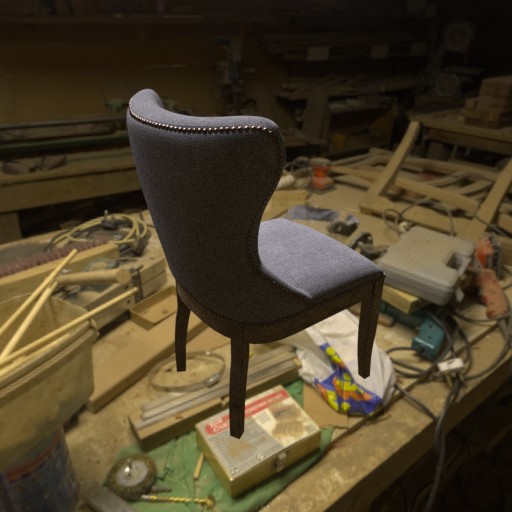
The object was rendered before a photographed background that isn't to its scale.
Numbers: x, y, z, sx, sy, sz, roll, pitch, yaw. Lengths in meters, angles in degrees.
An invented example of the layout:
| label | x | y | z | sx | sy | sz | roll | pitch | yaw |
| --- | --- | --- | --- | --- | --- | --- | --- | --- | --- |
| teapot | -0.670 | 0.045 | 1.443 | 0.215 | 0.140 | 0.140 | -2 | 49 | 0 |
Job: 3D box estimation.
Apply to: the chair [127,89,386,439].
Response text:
| label | x | y | z | sx | sy | sz | roll | pitch | yaw |
| --- | --- | --- | --- | --- | --- | --- | --- | --- | --- |
| chair | 0.000 | 0.000 | 1.448 | 0.681 | 1.002 | 0.654 | -19 | 33 | -32 |
